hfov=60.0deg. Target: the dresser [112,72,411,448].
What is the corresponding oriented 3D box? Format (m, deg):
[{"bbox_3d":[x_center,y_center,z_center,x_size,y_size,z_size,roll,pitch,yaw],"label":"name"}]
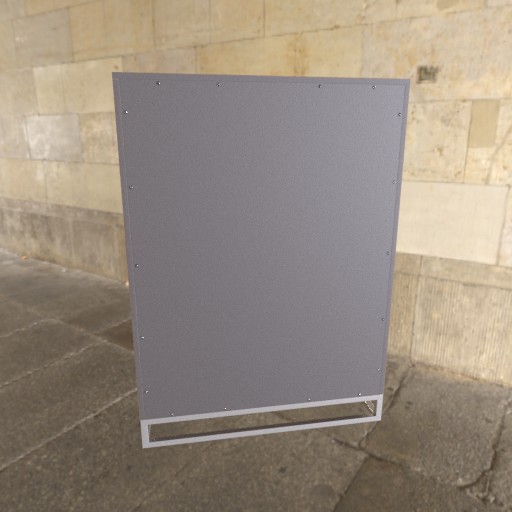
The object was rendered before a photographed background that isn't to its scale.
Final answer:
[{"bbox_3d":[0.000,0.000,1.818,0.965,1.321,0.508,-3,15,-10],"label":"dresser"}]
